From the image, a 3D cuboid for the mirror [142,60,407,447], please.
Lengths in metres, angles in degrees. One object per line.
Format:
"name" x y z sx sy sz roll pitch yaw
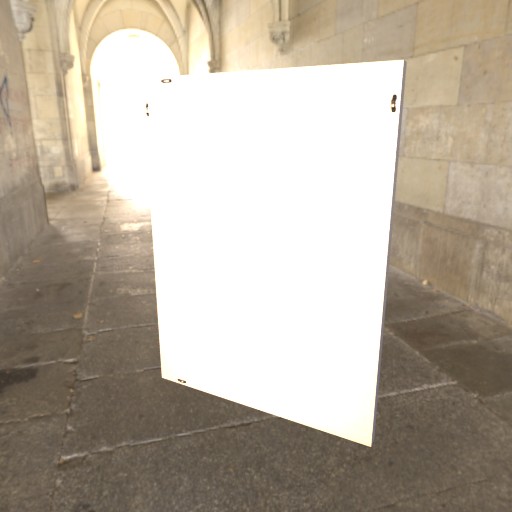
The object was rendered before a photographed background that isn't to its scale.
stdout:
"mirror" 0.000 0.000 1.309 0.762 1.016 0.040 9 18 28
